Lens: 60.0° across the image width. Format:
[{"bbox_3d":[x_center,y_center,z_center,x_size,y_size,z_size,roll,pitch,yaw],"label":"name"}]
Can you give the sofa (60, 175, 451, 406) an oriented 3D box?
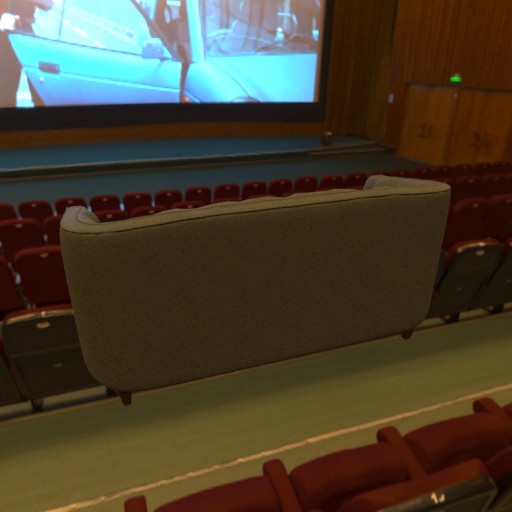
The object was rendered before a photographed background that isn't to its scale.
[{"bbox_3d":[0.000,0.000,2.228,1.733,0.855,0.941,-9,27,-17],"label":"sofa"}]
